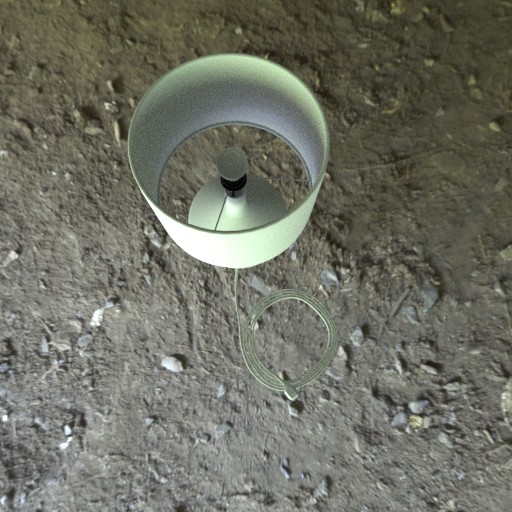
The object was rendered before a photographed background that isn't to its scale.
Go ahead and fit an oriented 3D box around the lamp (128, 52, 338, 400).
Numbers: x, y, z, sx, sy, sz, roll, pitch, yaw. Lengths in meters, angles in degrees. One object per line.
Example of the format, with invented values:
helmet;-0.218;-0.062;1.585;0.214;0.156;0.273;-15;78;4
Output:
lamp;0.000;0.000;0.856;0.401;0.457;0.546;3;75;1
